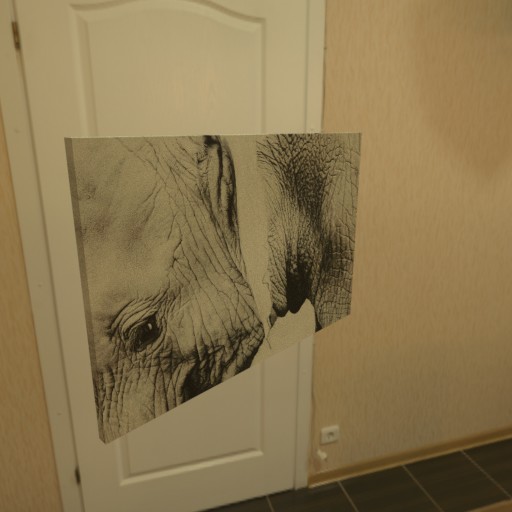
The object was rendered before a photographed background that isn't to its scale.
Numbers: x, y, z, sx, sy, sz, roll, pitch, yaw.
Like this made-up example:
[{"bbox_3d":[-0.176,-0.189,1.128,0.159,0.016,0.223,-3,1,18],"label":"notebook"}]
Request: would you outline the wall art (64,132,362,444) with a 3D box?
[{"bbox_3d":[0.000,0.000,1.431,0.035,0.758,1.141,15,22,42],"label":"wall art"}]
